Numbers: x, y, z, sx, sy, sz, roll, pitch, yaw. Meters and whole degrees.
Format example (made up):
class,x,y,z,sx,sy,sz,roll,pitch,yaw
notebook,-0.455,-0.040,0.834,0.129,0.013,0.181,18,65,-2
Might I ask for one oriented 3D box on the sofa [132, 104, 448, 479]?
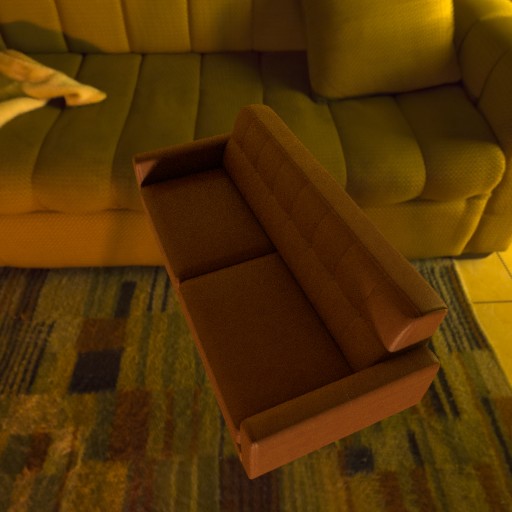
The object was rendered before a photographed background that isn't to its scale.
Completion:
class,x,y,z,sx,sy,sz,roll,pitch,yaw
sofa,0.000,0.000,2.617,0.980,0.892,2.137,-17,49,-16
